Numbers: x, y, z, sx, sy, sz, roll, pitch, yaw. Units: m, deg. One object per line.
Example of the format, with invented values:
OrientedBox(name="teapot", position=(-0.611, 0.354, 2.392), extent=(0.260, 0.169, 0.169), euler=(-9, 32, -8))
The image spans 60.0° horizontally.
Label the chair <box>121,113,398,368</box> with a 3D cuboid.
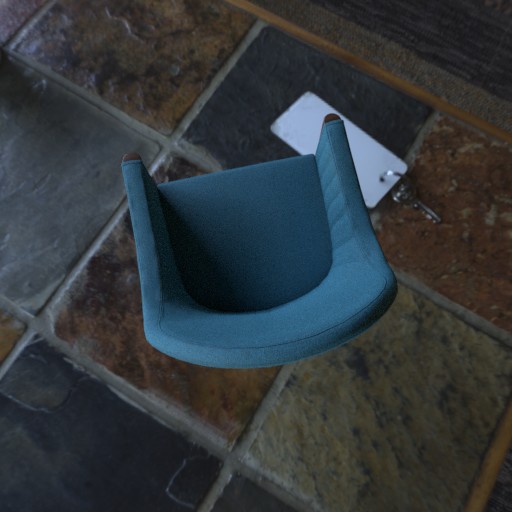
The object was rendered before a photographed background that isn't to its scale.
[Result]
OrientedBox(name="chair", position=(0.000, 0.000, 1.340), extent=(0.656, 0.907, 0.652), euler=(-12, 76, -3))
